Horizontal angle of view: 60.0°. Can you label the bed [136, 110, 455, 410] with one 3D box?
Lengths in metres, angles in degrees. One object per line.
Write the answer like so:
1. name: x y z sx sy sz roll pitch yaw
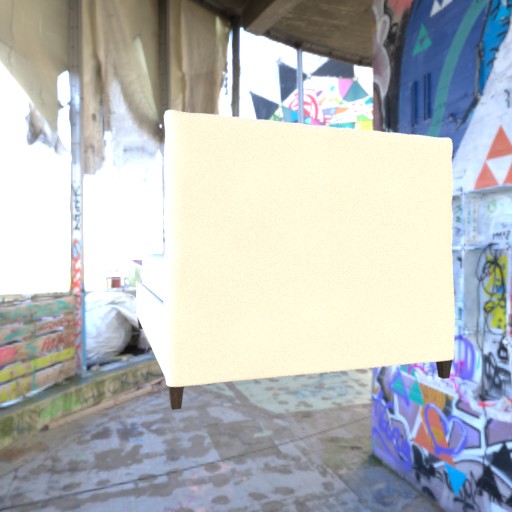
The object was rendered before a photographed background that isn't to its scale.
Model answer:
1. bed: 0.000 0.000 3.459 1.698 1.427 2.387 0 1 -19
